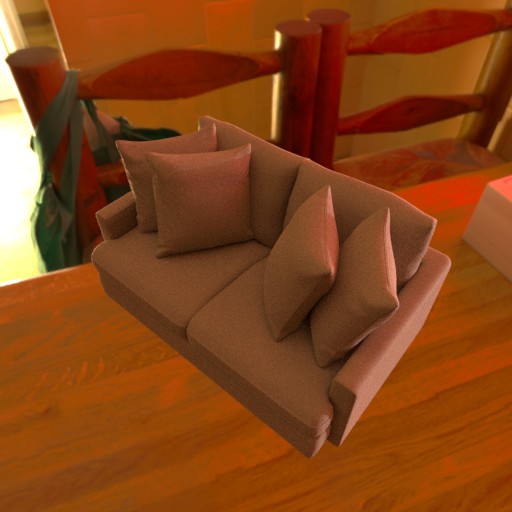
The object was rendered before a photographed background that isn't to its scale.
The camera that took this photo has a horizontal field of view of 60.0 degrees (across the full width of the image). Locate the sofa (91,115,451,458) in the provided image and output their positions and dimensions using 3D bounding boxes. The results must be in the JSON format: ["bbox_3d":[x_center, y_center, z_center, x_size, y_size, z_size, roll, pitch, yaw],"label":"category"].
[{"bbox_3d":[0.000,0.000,2.629,1.869,1.080,1.228,31,54,26],"label":"sofa"}]
